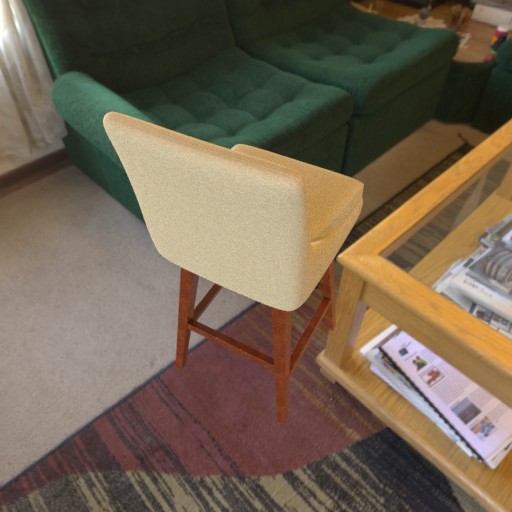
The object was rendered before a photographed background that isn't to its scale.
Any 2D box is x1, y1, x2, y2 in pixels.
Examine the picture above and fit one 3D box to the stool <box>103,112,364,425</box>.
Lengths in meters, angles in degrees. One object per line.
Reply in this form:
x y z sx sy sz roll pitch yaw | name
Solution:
0.000 0.000 1.365 0.470 1.092 0.559 22 51 19 | stool
